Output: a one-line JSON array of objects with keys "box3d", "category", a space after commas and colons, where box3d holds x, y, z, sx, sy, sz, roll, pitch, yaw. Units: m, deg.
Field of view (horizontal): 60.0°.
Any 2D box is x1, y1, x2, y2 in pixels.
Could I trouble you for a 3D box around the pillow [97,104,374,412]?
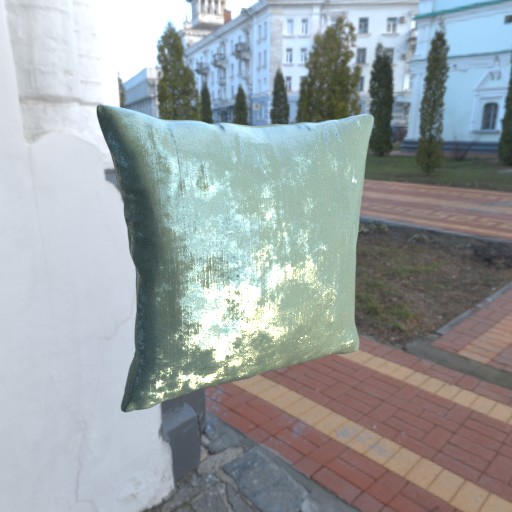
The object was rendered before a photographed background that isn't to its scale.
[{"box3d": [0.000, 0.000, 0.735, 0.470, 0.464, 0.175, -8, 18, -27], "category": "pillow"}]
